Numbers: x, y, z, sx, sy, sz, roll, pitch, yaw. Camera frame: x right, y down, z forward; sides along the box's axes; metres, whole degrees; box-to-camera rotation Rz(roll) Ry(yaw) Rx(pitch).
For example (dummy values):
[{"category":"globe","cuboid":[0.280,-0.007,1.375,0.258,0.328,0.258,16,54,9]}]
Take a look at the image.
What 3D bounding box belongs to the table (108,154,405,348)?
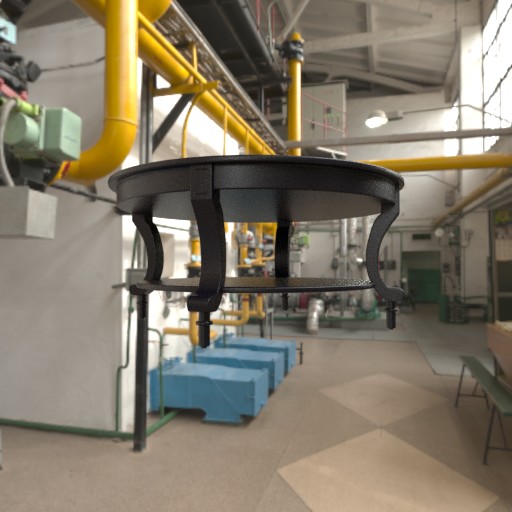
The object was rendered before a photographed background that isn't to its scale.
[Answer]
[{"category":"table","cuboid":[0.000,0.000,1.609,1.029,0.491,1.029,0,-1,0]}]
